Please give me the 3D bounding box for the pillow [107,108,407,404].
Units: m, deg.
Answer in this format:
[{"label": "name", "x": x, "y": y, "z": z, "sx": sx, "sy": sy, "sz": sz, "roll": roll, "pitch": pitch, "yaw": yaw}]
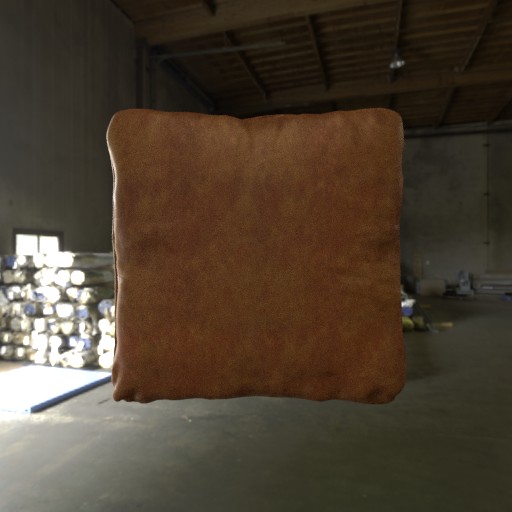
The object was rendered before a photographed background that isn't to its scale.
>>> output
[{"label": "pillow", "x": 0.000, "y": 0.000, "z": 0.742, "sx": 0.489, "sy": 0.490, "sz": 0.130, "roll": 0, "pitch": 0, "yaw": 1}]
